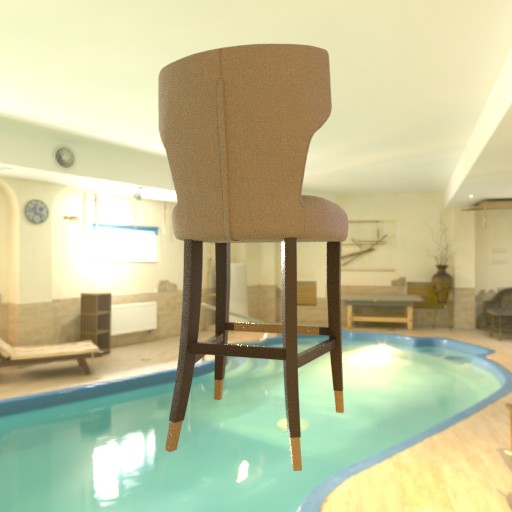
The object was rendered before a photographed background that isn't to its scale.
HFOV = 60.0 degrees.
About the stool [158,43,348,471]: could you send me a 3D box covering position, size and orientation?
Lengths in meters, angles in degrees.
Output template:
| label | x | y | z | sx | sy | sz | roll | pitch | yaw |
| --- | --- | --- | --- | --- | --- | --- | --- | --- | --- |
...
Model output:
| label | x | y | z | sx | sy | sz | roll | pitch | yaw |
| --- | --- | --- | --- | --- | --- | --- | --- | --- | --- |
| stool | 0.000 | 0.000 | 1.395 | 0.526 | 1.092 | 0.563 | 0 | 0 | 18 |
